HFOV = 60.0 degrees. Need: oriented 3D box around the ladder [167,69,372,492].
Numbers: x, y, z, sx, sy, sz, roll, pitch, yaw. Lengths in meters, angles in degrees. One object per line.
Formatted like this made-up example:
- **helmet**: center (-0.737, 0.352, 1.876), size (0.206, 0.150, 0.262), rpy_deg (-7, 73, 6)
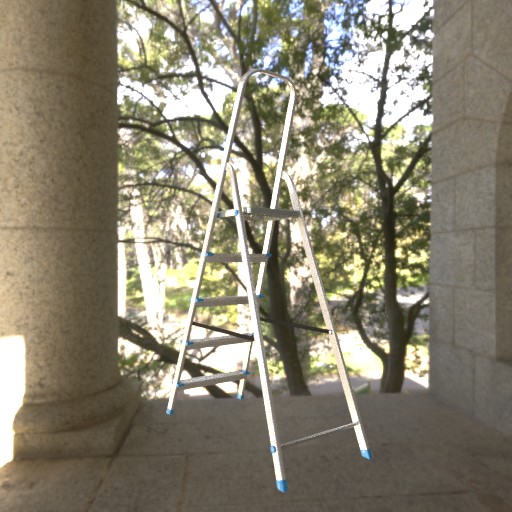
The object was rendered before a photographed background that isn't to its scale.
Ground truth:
- **ladder**: center (0.000, 0.000, 2.079), size (0.468, 1.648, 0.990), rpy_deg (0, -1, -35)
